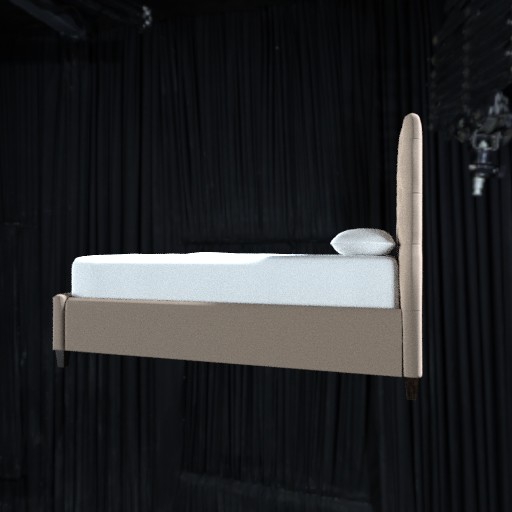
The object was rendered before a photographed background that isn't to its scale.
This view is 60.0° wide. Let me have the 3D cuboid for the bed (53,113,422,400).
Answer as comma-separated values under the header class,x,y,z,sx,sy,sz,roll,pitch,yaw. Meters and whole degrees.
class,x,y,z,sx,sy,sz,roll,pitch,yaw
bed,0.000,0.000,3.307,2.233,1.426,1.696,0,0,17
